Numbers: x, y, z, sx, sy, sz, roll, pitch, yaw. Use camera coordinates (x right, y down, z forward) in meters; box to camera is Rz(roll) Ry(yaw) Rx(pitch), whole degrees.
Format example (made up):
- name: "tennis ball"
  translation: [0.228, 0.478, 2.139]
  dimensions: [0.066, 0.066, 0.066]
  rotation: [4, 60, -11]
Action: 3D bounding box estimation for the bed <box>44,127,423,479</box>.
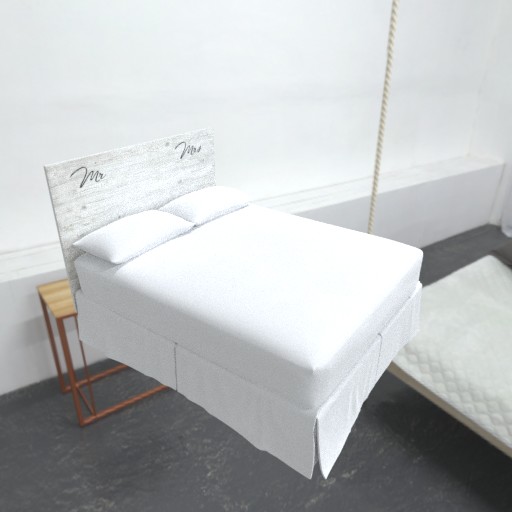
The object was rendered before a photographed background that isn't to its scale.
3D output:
- name: "bed"
  translation: [0.000, 0.000, 3.150]
  dimensions: [2.094, 1.335, 1.745]
  rotation: [18, 32, 32]
